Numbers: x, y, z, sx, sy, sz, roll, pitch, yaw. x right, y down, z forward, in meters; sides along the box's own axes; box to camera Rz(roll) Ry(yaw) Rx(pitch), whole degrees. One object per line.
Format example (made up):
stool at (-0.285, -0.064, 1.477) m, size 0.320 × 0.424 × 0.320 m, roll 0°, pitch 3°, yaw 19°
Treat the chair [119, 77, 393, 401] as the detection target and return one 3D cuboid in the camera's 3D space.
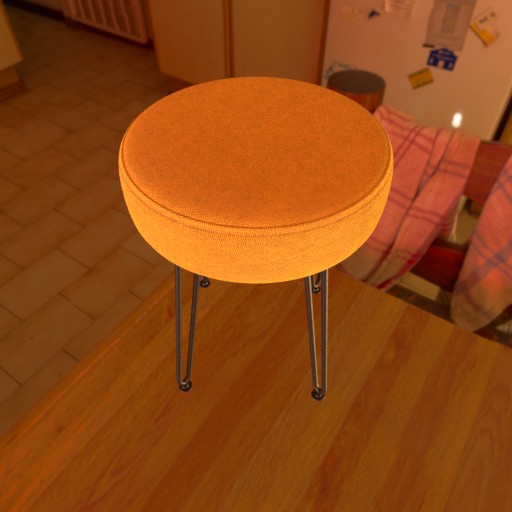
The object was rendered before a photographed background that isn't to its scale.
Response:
chair at (0.000, 0.000, 0.711) m, size 0.345 × 0.455 × 0.345 m, roll 3°, pitch 47°, yaw 3°
